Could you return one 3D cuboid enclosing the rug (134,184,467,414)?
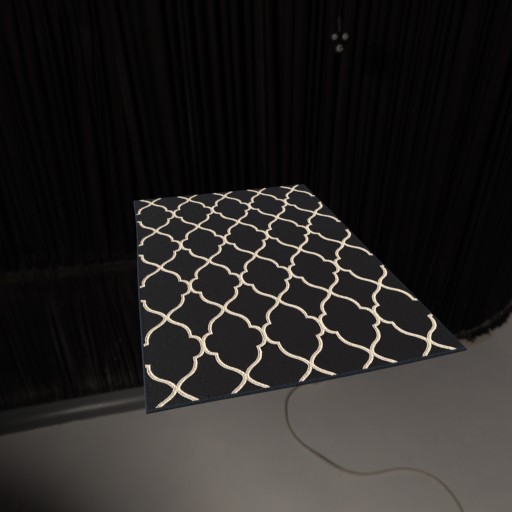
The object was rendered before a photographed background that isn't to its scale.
[{"bbox_3d":[0.000,0.000,2.926,1.528,0.014,2.294,-8,31,-13],"label":"rug"}]
